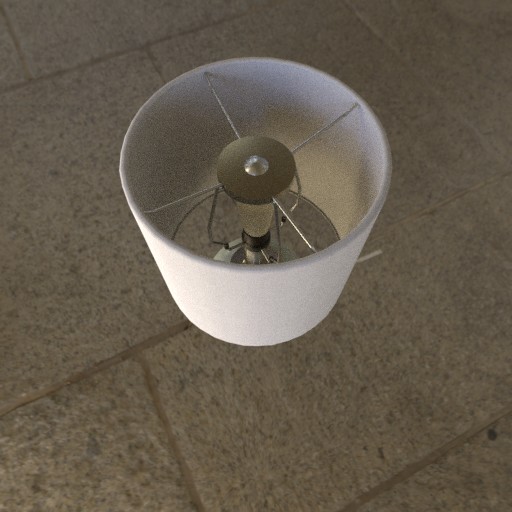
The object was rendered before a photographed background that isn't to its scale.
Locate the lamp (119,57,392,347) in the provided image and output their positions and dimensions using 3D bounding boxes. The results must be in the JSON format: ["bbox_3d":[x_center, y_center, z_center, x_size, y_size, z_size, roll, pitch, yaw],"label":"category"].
[{"bbox_3d":[0.000,0.000,0.486,0.201,0.353,0.201,31,67,14],"label":"lamp"}]
